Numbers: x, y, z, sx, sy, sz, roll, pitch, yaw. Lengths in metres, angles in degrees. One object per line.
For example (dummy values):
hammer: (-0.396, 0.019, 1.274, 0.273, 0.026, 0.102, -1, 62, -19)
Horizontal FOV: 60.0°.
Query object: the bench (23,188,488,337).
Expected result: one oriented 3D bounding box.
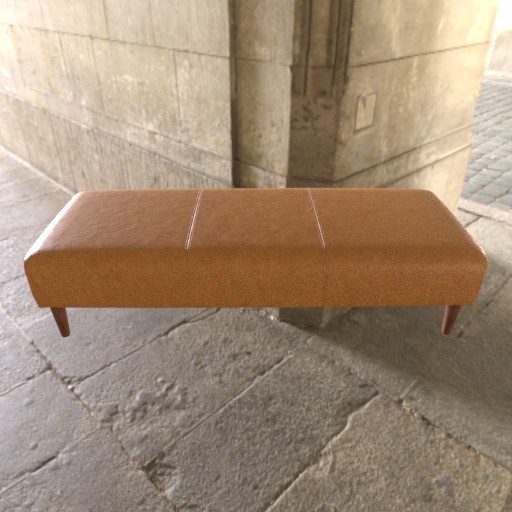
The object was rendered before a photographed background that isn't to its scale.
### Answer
bench: (0.000, 0.000, 1.842, 1.610, 0.399, 0.653, 0, 31, 0)
